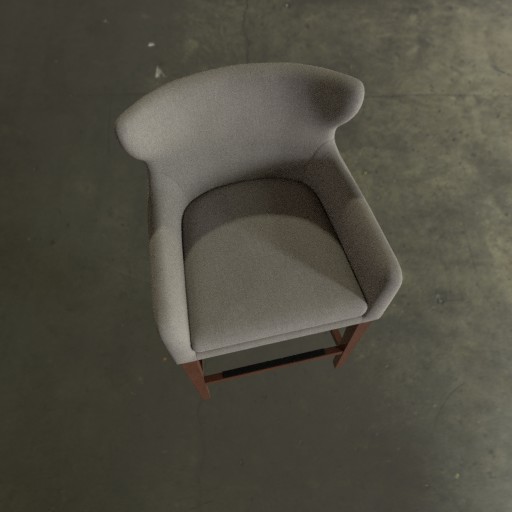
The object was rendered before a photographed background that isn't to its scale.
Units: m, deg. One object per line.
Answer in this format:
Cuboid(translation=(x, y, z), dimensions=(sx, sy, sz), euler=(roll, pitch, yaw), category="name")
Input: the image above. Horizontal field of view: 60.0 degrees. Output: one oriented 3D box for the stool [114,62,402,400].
Cuboid(translation=(0.000, 0.000, 1.327), dimensions=(0.575, 0.951, 0.575), euler=(-12, 63, -6), category="stool")
